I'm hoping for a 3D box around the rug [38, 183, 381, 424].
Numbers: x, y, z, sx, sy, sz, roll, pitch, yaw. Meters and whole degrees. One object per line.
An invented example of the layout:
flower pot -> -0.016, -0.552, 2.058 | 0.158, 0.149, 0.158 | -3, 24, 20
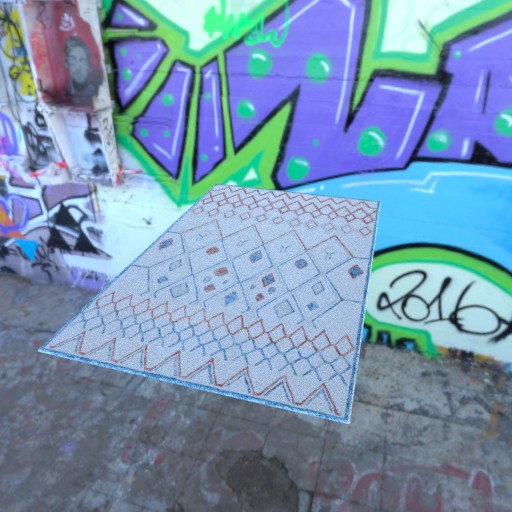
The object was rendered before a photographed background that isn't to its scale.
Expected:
rug -> 0.000, 0.000, 3.012 | 1.524, 0.015, 2.438 | 8, 31, 14
